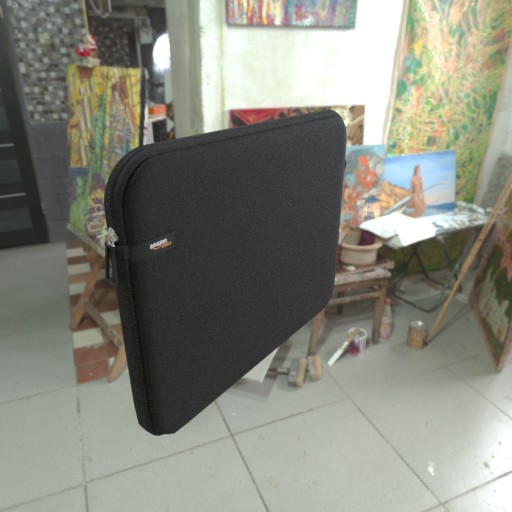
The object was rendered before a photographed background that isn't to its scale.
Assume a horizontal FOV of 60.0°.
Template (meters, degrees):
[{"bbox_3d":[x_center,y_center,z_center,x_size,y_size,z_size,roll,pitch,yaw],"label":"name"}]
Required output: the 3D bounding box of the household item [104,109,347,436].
[{"bbox_3d":[0.000,0.000,0.527,0.030,0.305,0.396,18,30,34],"label":"household item"}]
